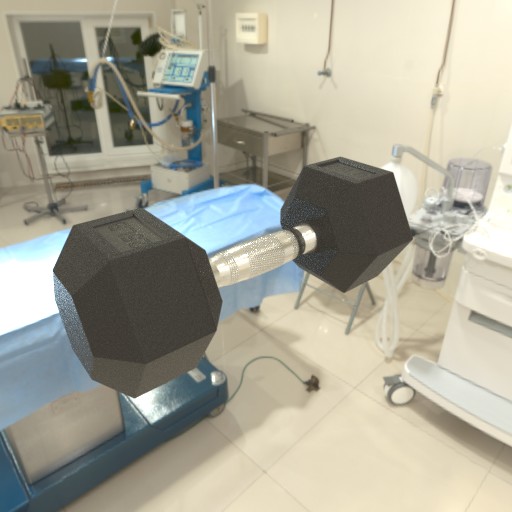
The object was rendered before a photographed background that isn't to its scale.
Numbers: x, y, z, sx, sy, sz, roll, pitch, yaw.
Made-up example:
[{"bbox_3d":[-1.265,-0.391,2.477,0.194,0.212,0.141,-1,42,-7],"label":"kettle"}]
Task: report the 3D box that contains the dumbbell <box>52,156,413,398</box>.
[{"bbox_3d":[0.000,0.000,0.384,0.315,0.113,0.129,-21,35,-33],"label":"dumbbell"}]
